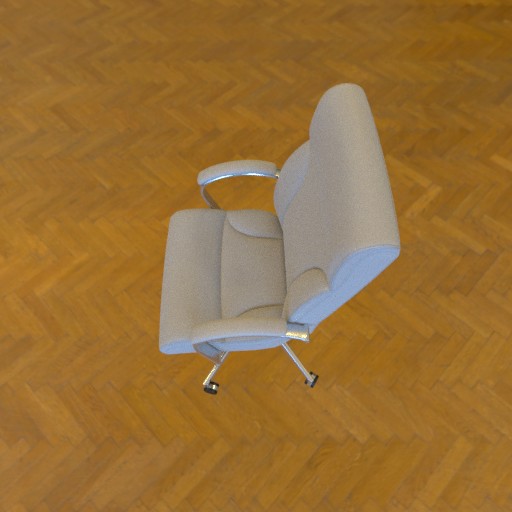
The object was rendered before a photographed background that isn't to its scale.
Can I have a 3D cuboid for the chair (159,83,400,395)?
[{"bbox_3d":[0.000,0.000,1.600,0.745,1.099,0.727,-1,59,-1],"label":"chair"}]
